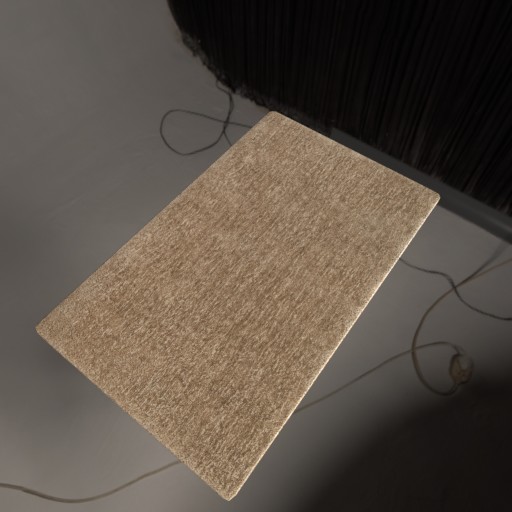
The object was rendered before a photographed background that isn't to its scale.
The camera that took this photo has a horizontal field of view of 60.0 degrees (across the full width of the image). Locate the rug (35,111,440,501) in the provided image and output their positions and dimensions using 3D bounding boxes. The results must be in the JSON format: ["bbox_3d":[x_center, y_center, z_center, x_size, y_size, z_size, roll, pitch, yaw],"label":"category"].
[{"bbox_3d":[0.000,0.000,2.962,1.539,0.024,2.469,33,64,19],"label":"rug"}]
